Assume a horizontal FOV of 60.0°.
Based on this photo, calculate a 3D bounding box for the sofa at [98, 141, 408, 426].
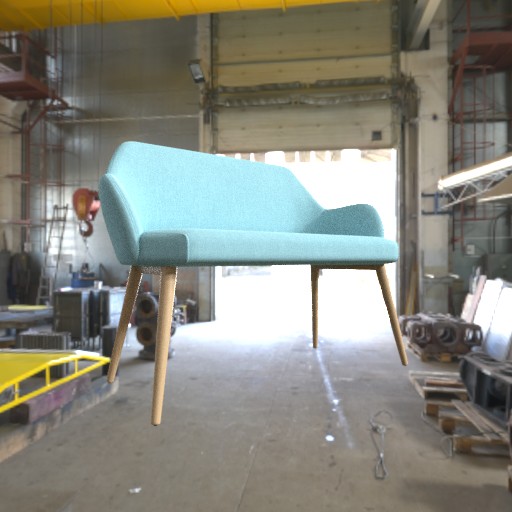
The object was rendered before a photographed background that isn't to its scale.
[{"bbox_3d":[0.000,0.000,1.612,1.150,0.840,0.610,0,0,-37],"label":"sofa"}]
